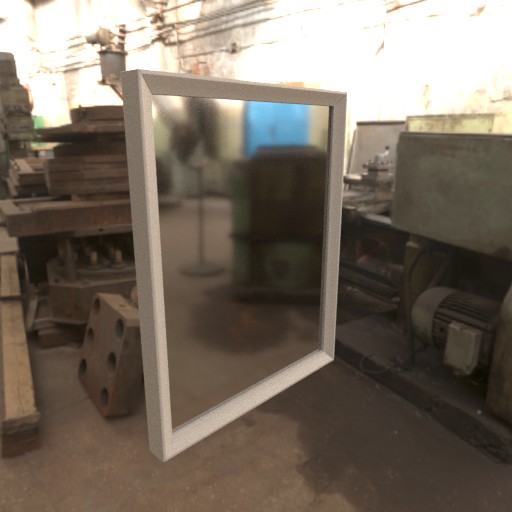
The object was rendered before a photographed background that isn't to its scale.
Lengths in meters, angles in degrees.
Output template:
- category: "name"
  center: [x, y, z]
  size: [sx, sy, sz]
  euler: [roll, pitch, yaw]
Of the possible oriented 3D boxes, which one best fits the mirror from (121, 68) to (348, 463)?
- category: "mirror"
  center: [0.000, 0.000, 0.699]
  size: [0.041, 0.509, 0.406]
  euler: [15, 22, 43]
